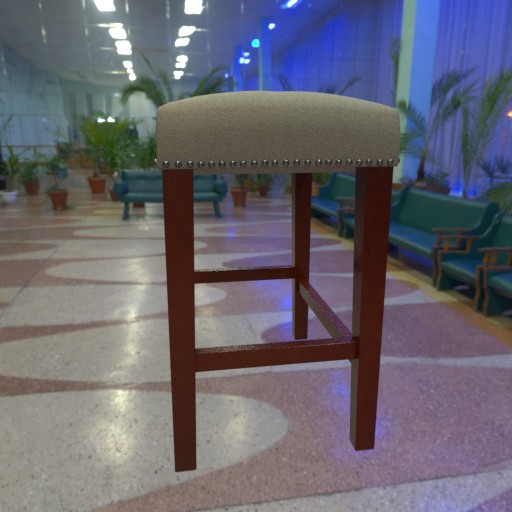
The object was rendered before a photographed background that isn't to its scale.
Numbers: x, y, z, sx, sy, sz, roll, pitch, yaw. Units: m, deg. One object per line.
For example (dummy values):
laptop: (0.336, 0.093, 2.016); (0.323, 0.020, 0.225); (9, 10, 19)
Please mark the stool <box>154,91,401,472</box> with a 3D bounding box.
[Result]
stool: (0.000, 0.000, 0.951); (0.375, 0.632, 0.509); (-3, 16, -9)
